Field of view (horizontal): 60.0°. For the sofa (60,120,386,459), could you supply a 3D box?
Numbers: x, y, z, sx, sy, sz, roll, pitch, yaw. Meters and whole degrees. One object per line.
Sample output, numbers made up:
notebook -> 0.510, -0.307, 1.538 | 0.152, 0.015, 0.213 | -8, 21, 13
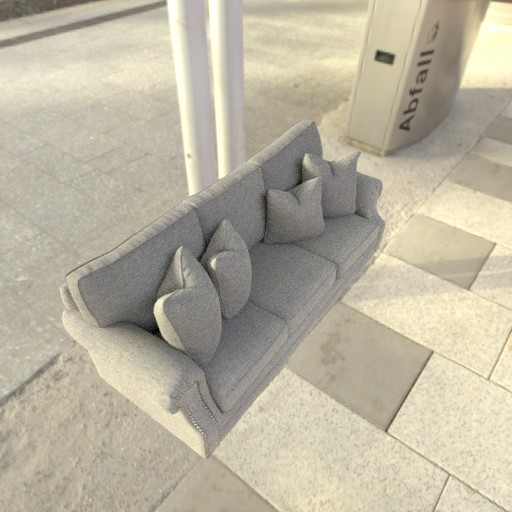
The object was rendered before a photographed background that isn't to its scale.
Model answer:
sofa -> 0.000, 0.000, 2.898 | 0.965, 0.975, 2.312 | 26, 47, 26
